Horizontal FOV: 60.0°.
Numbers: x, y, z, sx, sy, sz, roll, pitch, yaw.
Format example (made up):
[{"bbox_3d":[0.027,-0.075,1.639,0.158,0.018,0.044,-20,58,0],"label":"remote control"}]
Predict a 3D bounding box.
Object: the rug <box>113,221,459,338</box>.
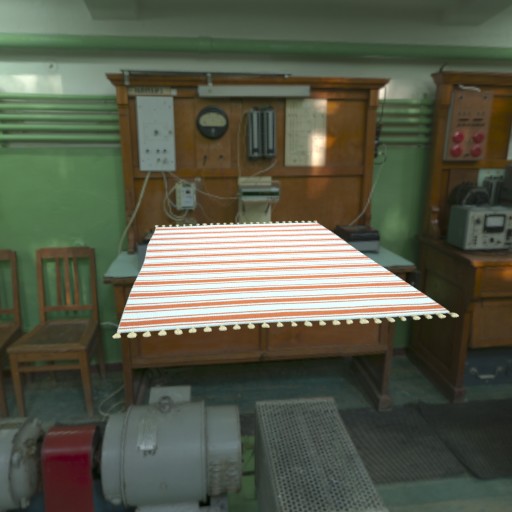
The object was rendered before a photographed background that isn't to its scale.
[{"bbox_3d":[0.000,0.000,3.099,1.556,0.022,2.433,-2,15,-8],"label":"rug"}]
